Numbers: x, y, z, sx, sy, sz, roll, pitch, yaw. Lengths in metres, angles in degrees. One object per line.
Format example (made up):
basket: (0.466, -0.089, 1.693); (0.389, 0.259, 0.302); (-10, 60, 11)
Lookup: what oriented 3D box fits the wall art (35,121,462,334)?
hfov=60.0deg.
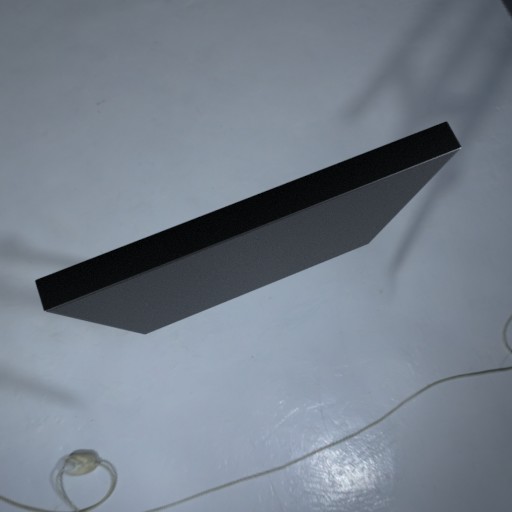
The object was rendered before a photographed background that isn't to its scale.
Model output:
wall art: (0.000, 0.000, 0.536); (0.380, 0.330, 0.028); (-22, 78, -5)
